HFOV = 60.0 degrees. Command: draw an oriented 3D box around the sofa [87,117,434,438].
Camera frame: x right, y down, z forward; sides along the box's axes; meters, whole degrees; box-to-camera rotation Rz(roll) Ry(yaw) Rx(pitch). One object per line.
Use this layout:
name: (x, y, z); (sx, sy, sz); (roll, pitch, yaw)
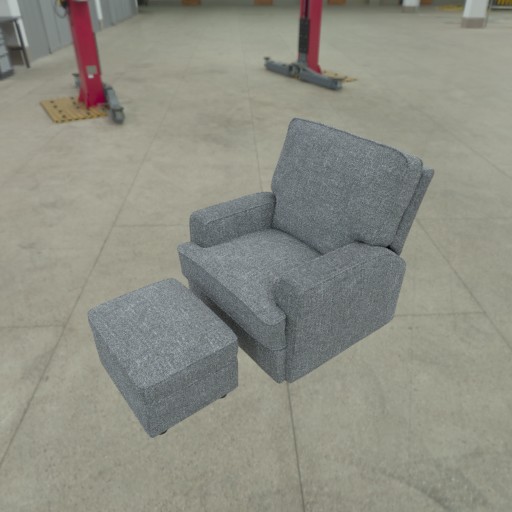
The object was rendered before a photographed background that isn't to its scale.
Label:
sofa: (0.000, 0.000, 2.045); (1.472, 0.959, 0.861); (-23, 39, -31)
